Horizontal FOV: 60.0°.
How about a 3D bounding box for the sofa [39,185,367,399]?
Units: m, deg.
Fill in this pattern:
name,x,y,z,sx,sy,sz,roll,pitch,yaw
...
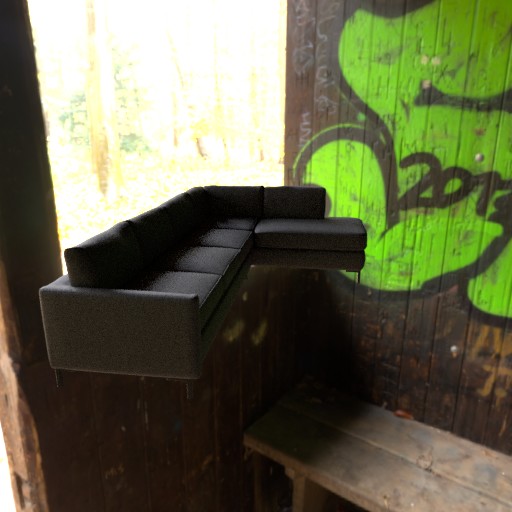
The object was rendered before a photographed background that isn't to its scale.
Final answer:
name,x,y,z,sx,sy,sz,roll,pitch,yaw
sofa,0.000,0.000,3.729,1.984,0.858,2.972,2,17,8
